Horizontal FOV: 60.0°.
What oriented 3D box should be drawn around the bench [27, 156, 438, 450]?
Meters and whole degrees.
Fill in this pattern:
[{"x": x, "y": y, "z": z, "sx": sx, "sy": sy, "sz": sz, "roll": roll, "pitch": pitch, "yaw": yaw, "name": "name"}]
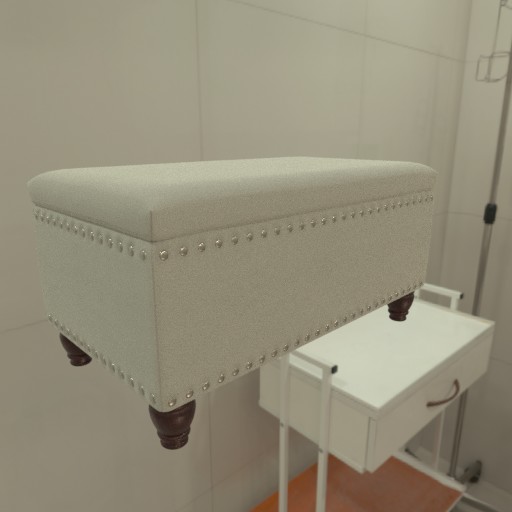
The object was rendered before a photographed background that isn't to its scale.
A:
[{"x": 0.000, "y": 0.000, "z": 1.115, "sx": 0.887, "sy": 0.449, "sz": 0.500, "roll": -14, "pitch": 21, "yaw": -42, "name": "bench"}]
